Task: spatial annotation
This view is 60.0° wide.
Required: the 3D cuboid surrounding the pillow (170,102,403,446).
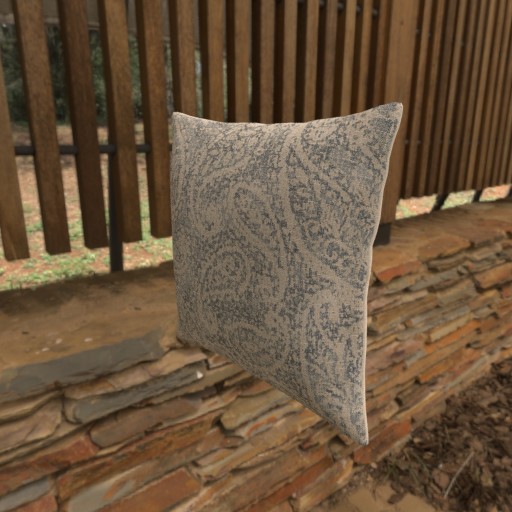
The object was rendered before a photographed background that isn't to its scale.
[{"bbox_3d":[0.000,0.000,0.806,0.166,0.510,0.523,-15,22,-41],"label":"pillow"}]
